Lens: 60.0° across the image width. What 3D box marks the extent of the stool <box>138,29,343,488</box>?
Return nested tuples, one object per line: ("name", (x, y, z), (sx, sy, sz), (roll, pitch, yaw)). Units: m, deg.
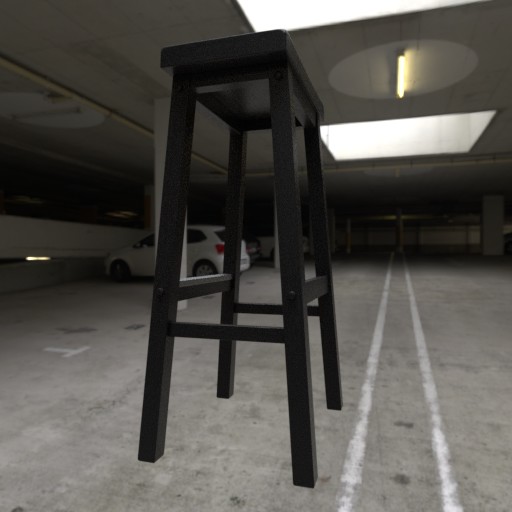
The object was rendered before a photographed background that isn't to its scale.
("stool", (0.000, 0.000, 0.946), (0.322, 0.742, 0.406), (0, 0, 17))
